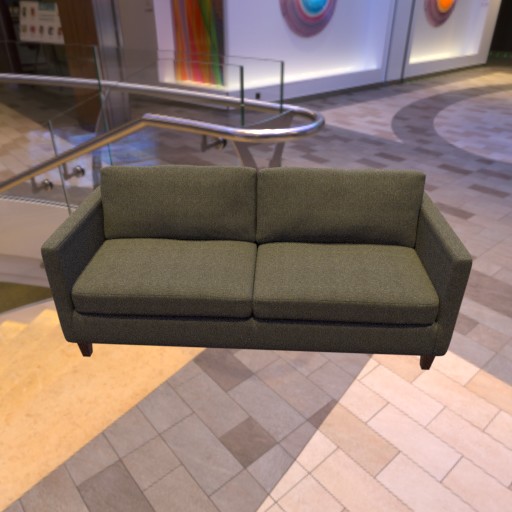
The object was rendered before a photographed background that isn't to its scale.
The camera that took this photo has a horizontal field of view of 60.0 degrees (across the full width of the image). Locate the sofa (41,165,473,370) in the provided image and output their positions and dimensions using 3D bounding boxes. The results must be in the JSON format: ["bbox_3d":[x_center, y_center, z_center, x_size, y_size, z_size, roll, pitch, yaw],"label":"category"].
[{"bbox_3d":[0.000,0.000,2.733,2.208,0.965,0.948,2,31,3],"label":"sofa"}]
